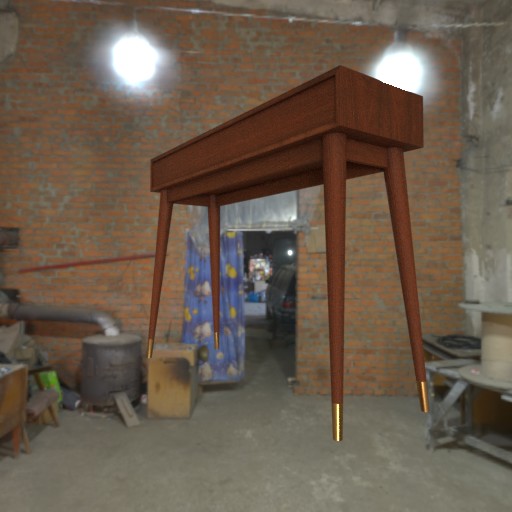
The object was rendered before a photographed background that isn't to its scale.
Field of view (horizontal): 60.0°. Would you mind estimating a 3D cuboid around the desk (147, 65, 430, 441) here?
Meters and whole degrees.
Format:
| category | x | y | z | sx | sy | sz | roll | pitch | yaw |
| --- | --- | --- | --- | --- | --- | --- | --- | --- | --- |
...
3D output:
| category | x | y | z | sx | sy | sz | roll | pitch | yaw |
| --- | --- | --- | --- | --- | --- | --- | --- | --- | --- |
| desk | 0.000 | 0.000 | 1.669 | 0.384 | 0.917 | 1.204 | 1 | -2 | -36 |
